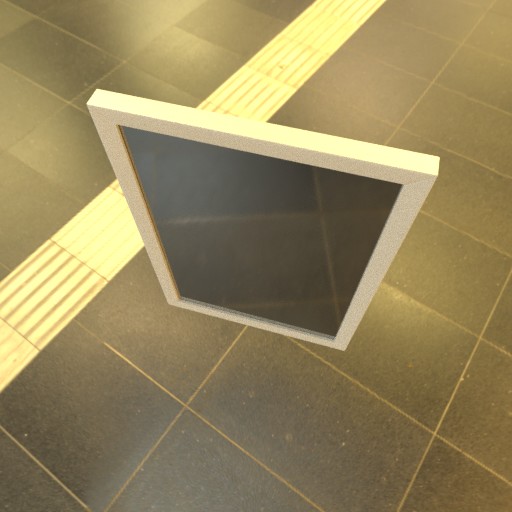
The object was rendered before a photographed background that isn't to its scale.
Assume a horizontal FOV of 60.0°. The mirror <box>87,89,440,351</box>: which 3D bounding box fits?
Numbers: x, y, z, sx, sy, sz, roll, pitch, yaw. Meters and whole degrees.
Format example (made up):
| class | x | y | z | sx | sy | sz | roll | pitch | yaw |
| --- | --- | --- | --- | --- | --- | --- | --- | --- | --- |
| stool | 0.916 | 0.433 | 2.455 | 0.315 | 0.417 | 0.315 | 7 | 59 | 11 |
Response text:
| class | x | y | z | sx | sy | sz | roll | pitch | yaw |
| --- | --- | --- | --- | --- | --- | --- | --- | --- | --- |
| mirror | 0.000 | 0.000 | 0.931 | 0.507 | 0.710 | 0.040 | 14 | 60 | 8 |
